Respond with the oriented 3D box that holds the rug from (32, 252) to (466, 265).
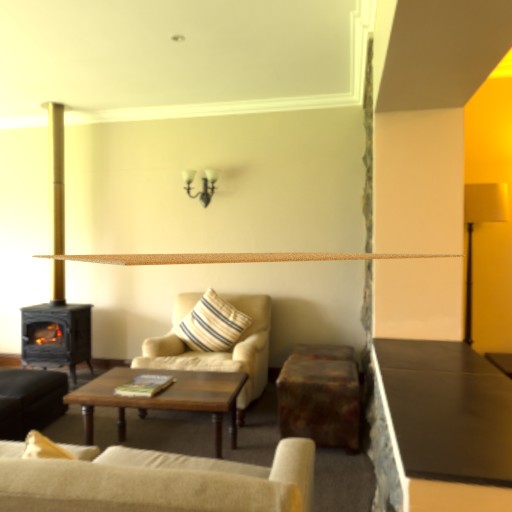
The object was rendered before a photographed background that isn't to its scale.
[{"bbox_3d":[0.000,0.000,2.235,1.829,0.010,1.219,-1,1,-37],"label":"rug"}]
